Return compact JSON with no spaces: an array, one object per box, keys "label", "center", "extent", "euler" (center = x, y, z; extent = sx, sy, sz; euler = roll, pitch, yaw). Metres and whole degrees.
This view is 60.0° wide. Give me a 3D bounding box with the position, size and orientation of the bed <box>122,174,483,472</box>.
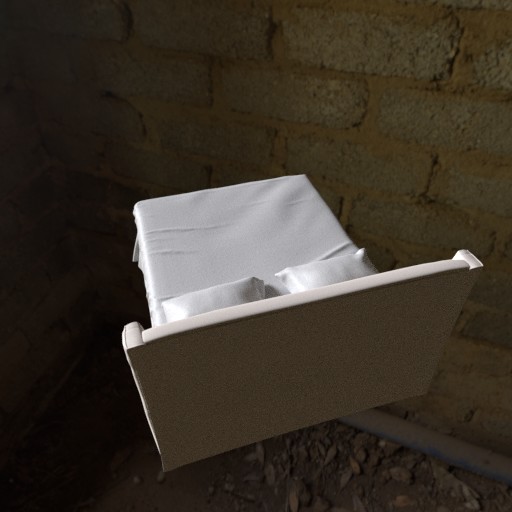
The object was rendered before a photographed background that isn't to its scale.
[{"label":"bed","center":[0.000,0.000,3.409],"extent":[1.925,1.332,2.276],"euler":[-11,43,-12]}]
